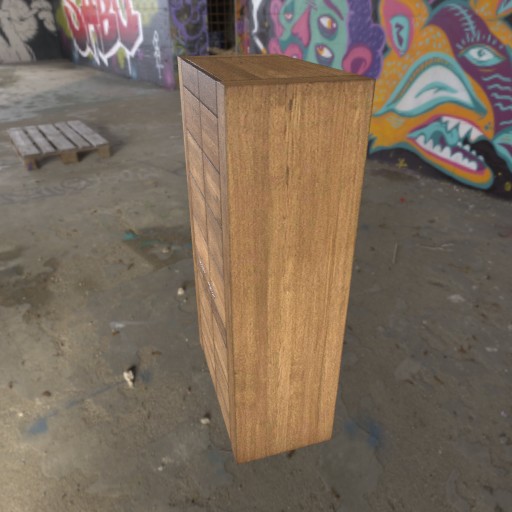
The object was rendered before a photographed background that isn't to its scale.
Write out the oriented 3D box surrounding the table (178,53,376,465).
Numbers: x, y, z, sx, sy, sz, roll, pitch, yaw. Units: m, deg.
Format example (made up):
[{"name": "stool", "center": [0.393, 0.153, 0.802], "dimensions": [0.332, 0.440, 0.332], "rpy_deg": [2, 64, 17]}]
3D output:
[{"name": "table", "center": [0.000, 0.000, 2.519], "dimensions": [0.600, 2.000, 1.100], "rpy_deg": [-8, 30, -15]}]
